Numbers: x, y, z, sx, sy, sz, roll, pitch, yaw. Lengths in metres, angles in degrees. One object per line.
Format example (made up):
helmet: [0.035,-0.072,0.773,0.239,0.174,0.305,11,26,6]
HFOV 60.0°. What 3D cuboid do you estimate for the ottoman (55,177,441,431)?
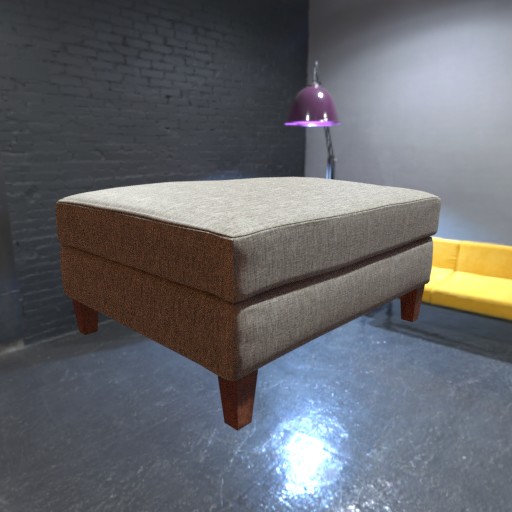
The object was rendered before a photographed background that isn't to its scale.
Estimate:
ottoman: [0.000,0.000,1.479,0.839,0.492,0.994,13,19,42]
